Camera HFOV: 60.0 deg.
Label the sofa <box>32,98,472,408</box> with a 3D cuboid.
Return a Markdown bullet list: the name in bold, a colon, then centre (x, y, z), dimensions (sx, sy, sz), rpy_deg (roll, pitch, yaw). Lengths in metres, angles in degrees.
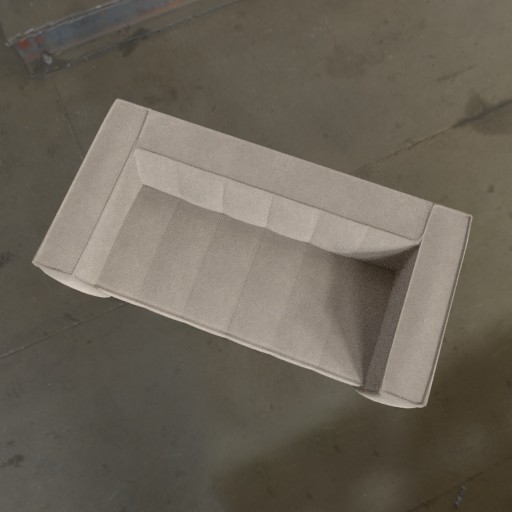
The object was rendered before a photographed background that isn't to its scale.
- **sofa**: centre (0.000, 0.000, 2.493), dimensions (1.995, 0.680, 1.038), rpy_deg (19, 77, 5)
